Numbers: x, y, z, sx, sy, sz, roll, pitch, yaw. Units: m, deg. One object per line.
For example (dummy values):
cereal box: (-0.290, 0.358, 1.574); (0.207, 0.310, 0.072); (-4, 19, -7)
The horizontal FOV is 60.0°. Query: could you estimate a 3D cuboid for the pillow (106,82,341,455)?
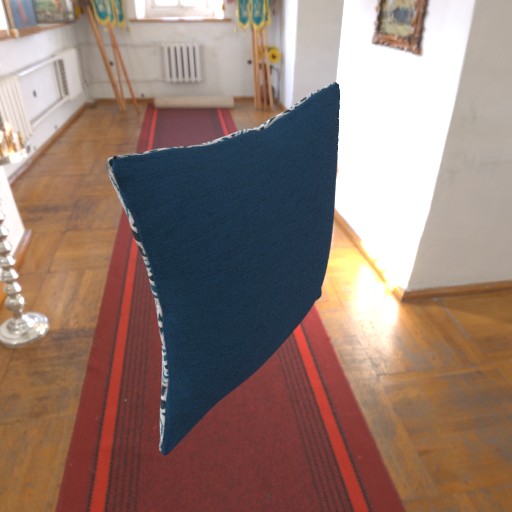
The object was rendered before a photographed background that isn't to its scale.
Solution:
pillow: (0.000, 0.000, 0.641); (0.145, 0.420, 0.440); (21, 38, 30)
